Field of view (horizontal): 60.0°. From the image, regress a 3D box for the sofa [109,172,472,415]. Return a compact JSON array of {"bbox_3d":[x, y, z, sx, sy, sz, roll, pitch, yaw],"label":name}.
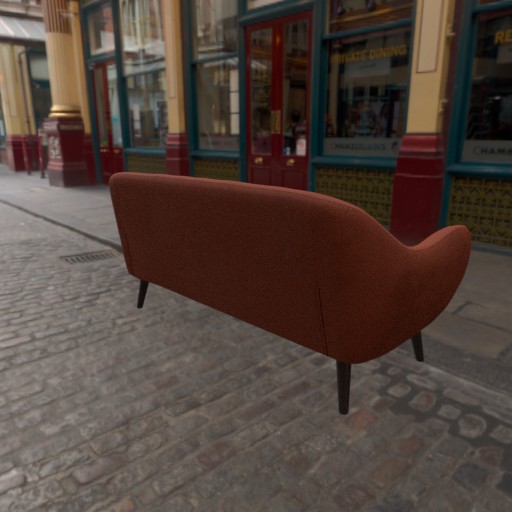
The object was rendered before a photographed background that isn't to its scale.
[{"bbox_3d":[0.000,0.000,2.266,0.820,0.836,1.840,-14,20,-42],"label":"sofa"}]
